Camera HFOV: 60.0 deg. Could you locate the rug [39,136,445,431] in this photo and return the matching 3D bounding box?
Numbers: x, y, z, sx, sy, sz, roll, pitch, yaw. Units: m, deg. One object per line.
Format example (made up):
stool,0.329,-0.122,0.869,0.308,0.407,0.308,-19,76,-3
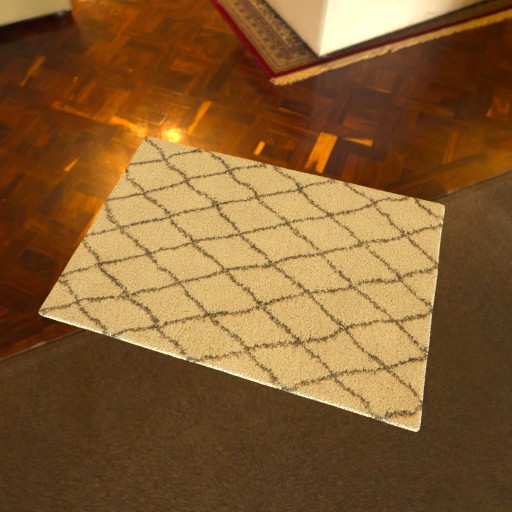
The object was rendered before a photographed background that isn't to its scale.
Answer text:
rug,0.000,0.000,2.255,1.778,0.030,1.219,15,60,9
